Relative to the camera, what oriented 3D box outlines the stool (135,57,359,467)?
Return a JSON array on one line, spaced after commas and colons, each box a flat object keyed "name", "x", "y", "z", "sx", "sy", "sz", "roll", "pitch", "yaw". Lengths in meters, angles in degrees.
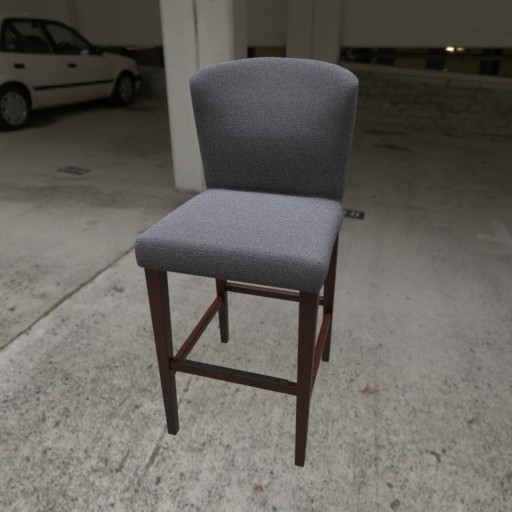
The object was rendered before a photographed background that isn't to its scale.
[{"name": "stool", "x": 0.000, "y": 0.000, "z": 1.329, "sx": 0.486, "sy": 1.069, "sz": 0.568, "roll": 7, "pitch": 27, "yaw": 15}]
